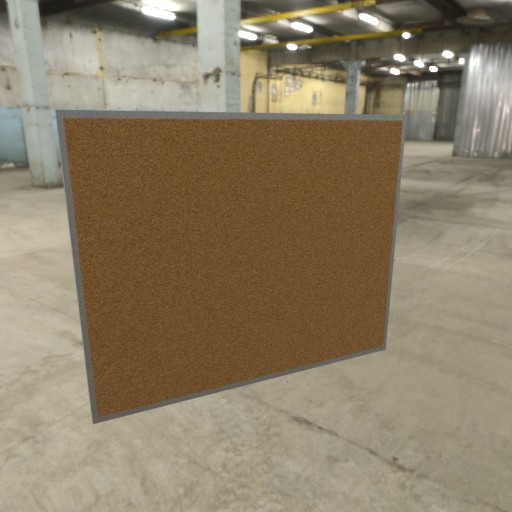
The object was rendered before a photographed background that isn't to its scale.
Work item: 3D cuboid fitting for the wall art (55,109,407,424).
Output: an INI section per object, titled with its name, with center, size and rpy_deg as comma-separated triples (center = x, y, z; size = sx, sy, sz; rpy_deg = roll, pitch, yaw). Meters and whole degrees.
[wall art]
center = 0.000, 0.000, 0.733
size = 0.557, 0.450, 0.037
rpy_deg = -7, 18, -24
